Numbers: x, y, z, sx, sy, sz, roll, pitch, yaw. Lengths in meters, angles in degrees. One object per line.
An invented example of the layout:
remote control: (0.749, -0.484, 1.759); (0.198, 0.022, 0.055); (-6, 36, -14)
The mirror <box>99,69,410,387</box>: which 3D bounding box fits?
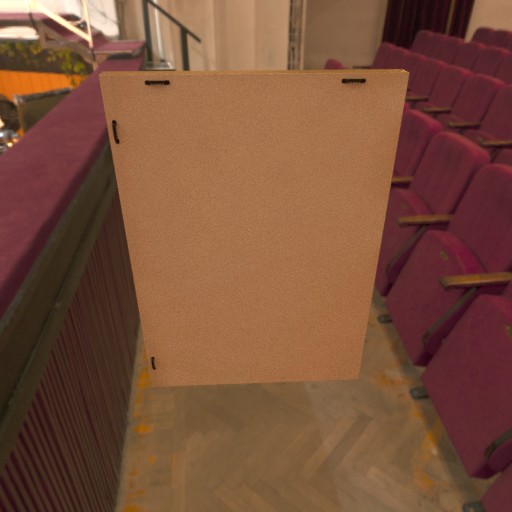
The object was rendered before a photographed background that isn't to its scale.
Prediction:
mirror: (0.000, 0.000, 0.917); (0.507, 0.710, 0.039); (-1, 31, -2)
